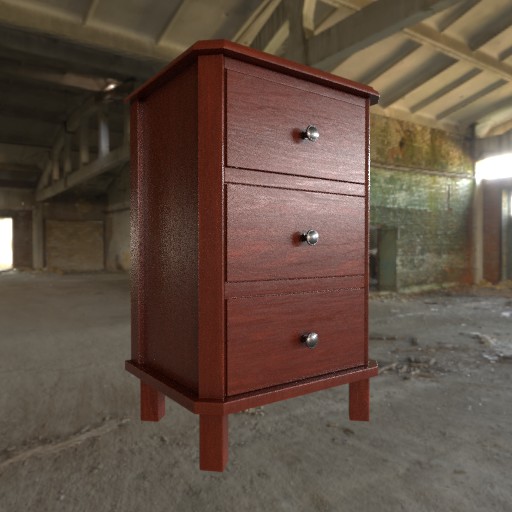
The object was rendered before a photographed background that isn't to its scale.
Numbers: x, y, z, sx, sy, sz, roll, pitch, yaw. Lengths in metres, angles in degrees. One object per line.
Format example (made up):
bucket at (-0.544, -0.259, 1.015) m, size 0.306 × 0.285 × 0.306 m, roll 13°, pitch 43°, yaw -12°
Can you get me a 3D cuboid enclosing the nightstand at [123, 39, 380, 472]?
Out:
nightstand at (0.000, 0.000, 0.923) m, size 0.435 × 0.681 × 0.351 m, roll -1°, pitch 1°, yaw -36°
